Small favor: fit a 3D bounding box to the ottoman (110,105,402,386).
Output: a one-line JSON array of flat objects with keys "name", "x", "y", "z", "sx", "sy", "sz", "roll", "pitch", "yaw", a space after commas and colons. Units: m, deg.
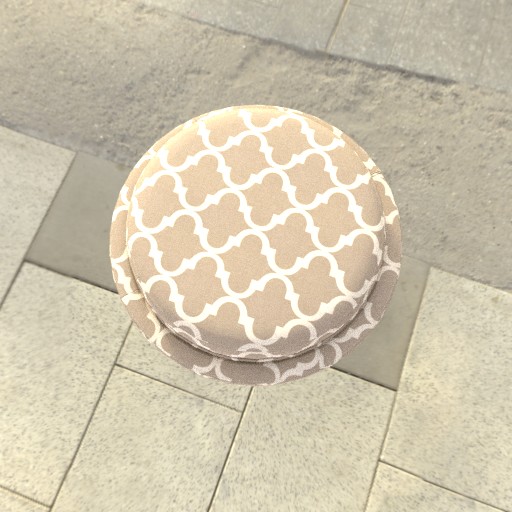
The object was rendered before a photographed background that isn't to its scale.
[{"name": "ottoman", "x": 0.000, "y": 0.000, "z": 0.851, "sx": 0.480, "sy": 0.429, "sz": 0.480, "roll": 0, "pitch": 75, "yaw": 0}]
